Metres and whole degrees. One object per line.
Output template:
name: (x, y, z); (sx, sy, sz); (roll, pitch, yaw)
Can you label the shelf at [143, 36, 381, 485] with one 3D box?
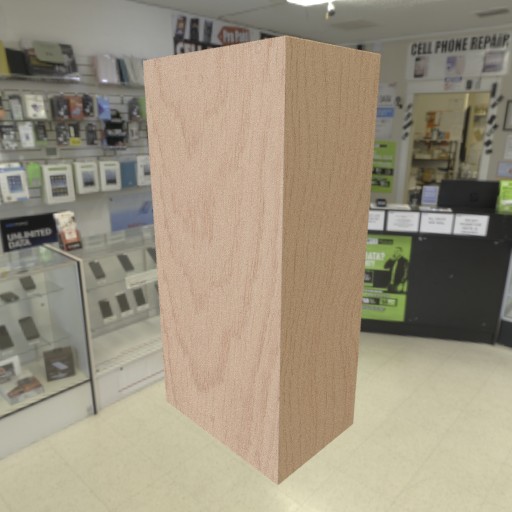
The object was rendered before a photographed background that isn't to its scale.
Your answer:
shelf: (0.000, 0.000, 0.729); (0.200, 0.600, 0.290); (-16, 23, -42)
